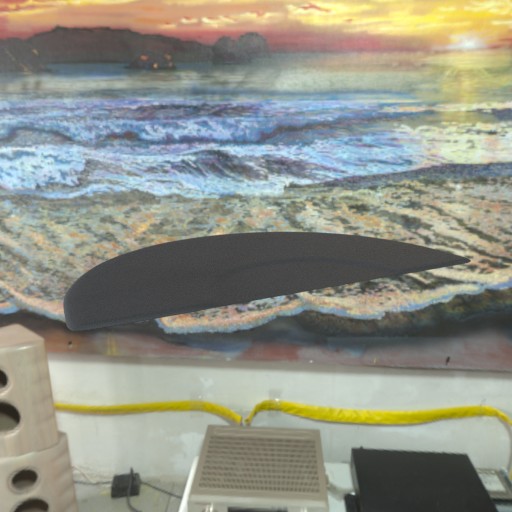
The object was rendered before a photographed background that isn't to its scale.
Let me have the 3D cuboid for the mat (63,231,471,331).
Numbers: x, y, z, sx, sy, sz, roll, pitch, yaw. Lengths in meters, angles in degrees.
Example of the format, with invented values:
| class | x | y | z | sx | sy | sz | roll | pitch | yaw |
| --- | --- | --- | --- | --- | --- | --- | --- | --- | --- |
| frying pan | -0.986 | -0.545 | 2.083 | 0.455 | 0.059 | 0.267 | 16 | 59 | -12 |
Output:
| class | x | y | z | sx | sy | sz | roll | pitch | yaw |
| --- | --- | --- | --- | --- | --- | --- | --- | --- | --- |
| mat | 0.000 | 0.000 | 1.849 | 1.525 | 0.016 | 0.917 | -7 | 17 | -26 |
